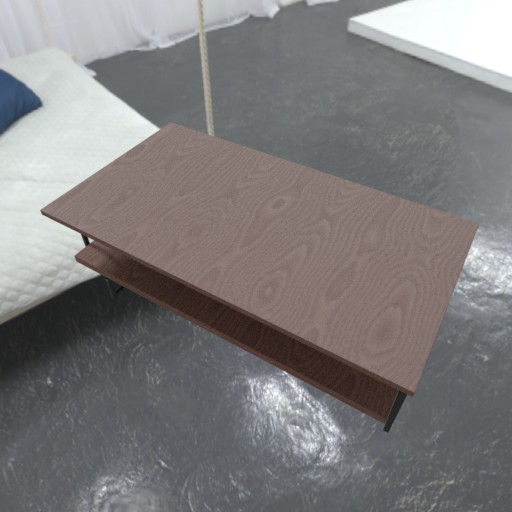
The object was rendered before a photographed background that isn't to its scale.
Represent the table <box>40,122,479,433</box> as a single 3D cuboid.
[{"bbox_3d":[0.000,0.000,1.495,1.197,0.347,0.651,23,50,21],"label":"table"}]
